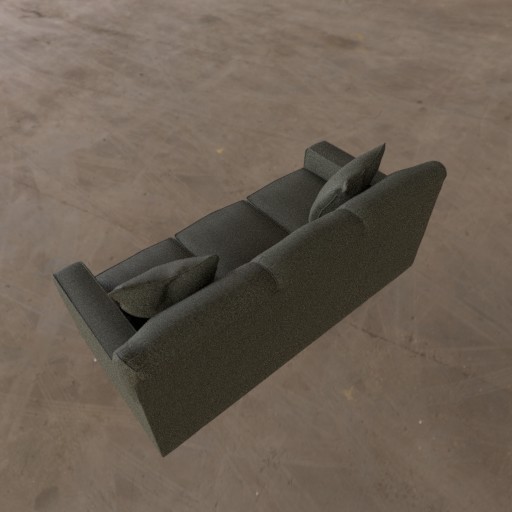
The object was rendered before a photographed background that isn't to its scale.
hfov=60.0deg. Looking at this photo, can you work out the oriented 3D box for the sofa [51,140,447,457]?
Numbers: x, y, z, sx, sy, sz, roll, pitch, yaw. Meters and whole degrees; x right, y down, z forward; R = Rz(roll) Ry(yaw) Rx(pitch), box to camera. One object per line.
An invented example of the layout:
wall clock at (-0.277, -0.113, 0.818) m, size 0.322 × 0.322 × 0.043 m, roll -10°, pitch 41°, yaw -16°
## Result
sofa at (0.000, 0.000, 2.585) m, size 2.024 × 0.958 × 0.997 m, roll -31°, pitch 53°, yaw -27°
